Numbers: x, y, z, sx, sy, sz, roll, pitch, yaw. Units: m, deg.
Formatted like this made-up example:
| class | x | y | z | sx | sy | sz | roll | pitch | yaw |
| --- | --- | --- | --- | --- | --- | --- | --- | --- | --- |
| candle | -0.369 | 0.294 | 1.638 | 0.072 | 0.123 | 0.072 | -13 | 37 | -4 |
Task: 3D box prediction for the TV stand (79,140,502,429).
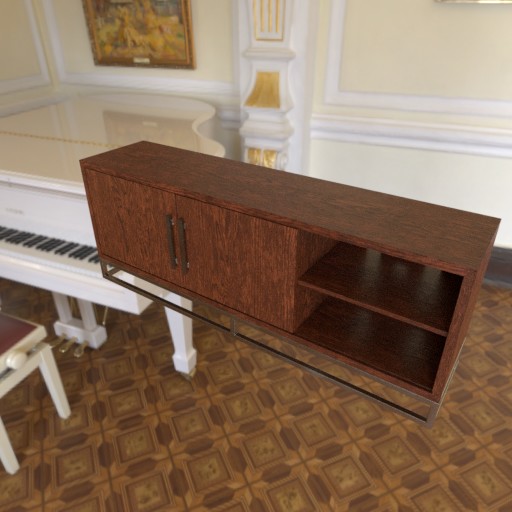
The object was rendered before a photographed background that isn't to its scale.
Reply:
| class | x | y | z | sx | sy | sz | roll | pitch | yaw |
| --- | --- | --- | --- | --- | --- | --- | --- | --- | --- |
| TV stand | 0.000 | 0.000 | 1.721 | 1.541 | 0.578 | 0.382 | 19 | 35 | 29 |
